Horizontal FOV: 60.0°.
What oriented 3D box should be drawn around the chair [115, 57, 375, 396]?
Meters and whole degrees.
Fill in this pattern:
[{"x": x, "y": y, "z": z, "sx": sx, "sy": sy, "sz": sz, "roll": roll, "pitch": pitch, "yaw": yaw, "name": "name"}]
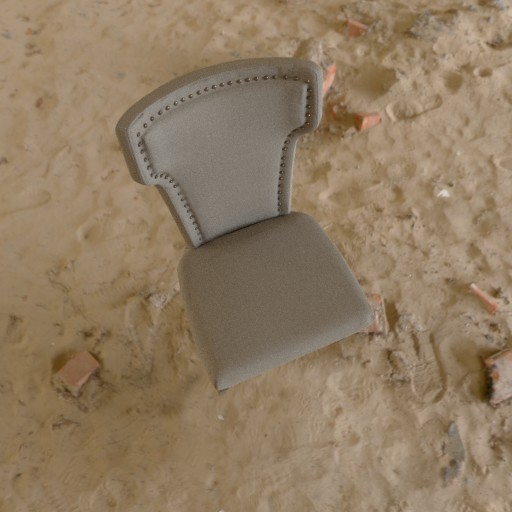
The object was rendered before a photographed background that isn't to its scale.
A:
[{"x": 0.000, "y": 0.000, "z": 1.355, "sx": 0.526, "sy": 0.955, "sz": 0.630, "roll": -21, "pitch": 66, "yaw": -10, "name": "chair"}]
